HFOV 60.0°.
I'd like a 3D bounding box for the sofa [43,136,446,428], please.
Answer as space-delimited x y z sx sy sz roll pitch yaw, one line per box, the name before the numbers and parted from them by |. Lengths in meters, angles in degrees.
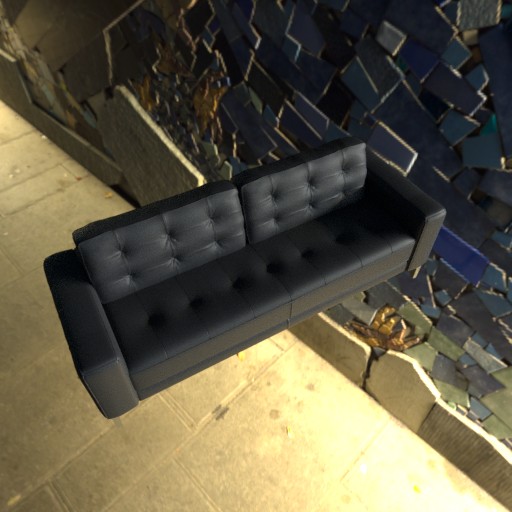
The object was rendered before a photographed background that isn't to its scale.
sofa | 0.000 0.000 2.702 2.275 0.893 0.833 -23 51 -20
